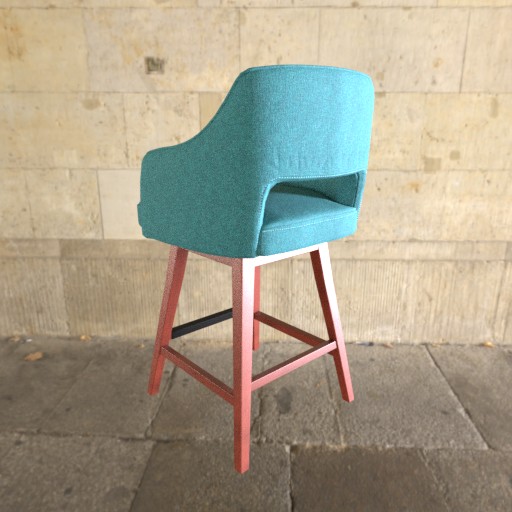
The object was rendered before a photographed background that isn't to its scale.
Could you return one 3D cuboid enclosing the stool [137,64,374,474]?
[{"bbox_3d":[0.000,0.000,1.275,0.548,0.961,0.556,-14,22,-40],"label":"stool"}]
